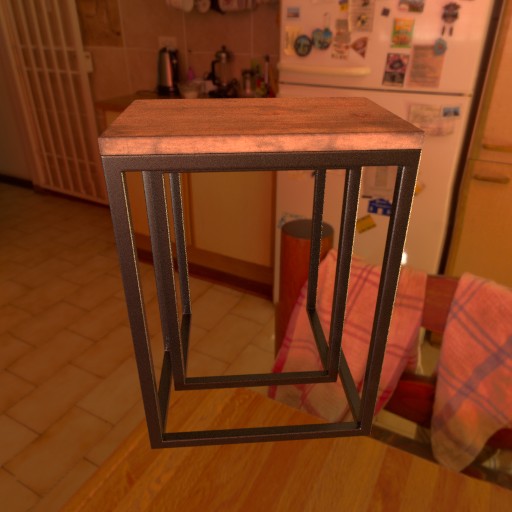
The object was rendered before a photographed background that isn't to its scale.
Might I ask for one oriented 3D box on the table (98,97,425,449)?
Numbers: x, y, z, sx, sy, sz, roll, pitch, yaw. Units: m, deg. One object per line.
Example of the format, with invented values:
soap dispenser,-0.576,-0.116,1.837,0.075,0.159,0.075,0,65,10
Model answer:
table,0.000,0.000,0.938,0.456,0.615,0.460,-1,29,-2
